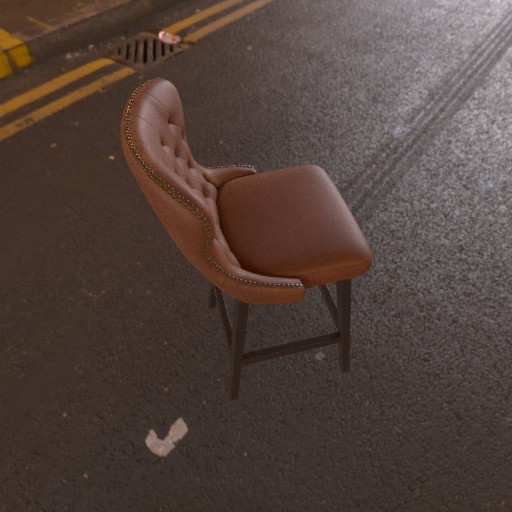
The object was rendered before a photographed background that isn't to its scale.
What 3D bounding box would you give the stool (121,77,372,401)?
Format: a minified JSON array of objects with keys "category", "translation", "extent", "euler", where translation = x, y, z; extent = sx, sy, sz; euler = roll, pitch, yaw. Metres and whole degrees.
[{"category":"stool","translation":[0.000,0.000,1.336],"extent":[0.593,0.971,0.528],"euler":[-11,50,-10]}]
